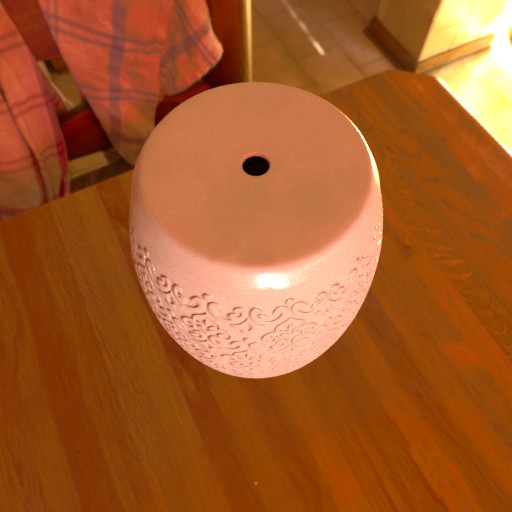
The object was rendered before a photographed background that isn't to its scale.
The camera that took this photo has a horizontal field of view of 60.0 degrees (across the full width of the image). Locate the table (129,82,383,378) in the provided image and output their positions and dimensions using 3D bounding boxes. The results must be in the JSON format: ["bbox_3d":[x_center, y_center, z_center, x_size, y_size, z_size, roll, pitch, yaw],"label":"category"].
[{"bbox_3d":[0.000,0.000,0.608,0.309,0.397,0.309,0,63,0],"label":"table"}]
